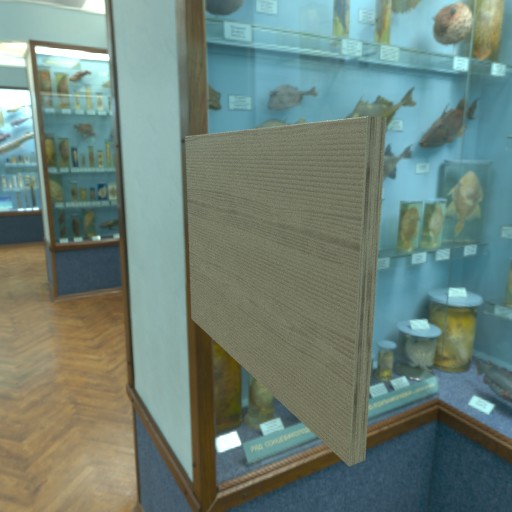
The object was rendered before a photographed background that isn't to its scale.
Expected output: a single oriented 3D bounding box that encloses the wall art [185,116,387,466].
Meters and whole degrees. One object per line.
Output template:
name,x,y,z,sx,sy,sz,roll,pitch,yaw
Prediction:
wall art,0.000,0.000,1.115,0.063,0.609,0.841,-7,14,-27
